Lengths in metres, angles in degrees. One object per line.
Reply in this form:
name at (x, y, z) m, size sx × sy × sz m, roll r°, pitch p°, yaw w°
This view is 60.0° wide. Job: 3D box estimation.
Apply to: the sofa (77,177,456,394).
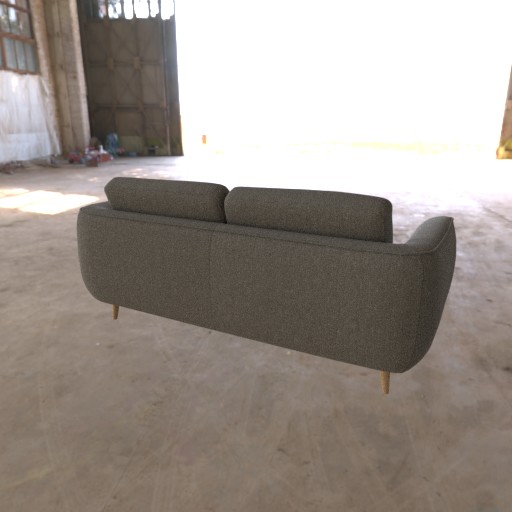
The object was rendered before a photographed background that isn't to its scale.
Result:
sofa at (0.000, 0.000, 2.480) m, size 2.000 × 0.870 × 0.920 m, roll 9°, pitch 19°, yaw 27°
